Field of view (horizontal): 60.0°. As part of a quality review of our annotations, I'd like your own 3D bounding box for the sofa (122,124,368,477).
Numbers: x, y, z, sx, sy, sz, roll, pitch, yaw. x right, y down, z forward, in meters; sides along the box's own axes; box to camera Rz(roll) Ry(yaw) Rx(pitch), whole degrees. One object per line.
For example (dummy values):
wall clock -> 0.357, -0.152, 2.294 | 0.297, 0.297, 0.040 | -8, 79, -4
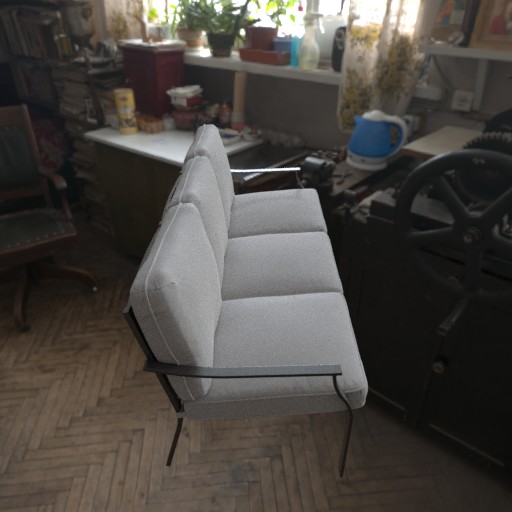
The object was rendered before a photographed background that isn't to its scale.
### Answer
sofa -> 0.000, 0.000, 2.168 | 0.787, 0.860, 1.740 | 0, 32, 0
